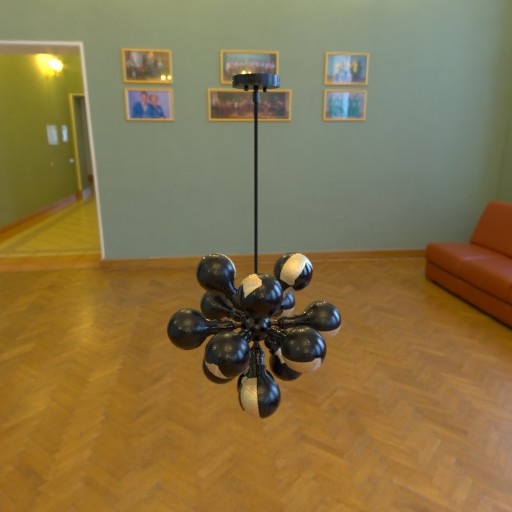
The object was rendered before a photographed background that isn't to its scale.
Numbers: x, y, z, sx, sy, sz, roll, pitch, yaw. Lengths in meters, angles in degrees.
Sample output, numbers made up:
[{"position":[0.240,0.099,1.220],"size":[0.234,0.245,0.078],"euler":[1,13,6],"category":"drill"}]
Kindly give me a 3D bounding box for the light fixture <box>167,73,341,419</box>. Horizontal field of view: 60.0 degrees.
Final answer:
[{"position":[0.000,0.000,1.135],"size":[0.468,0.859,0.420],"euler":[-2,15,-8],"category":"light fixture"}]
